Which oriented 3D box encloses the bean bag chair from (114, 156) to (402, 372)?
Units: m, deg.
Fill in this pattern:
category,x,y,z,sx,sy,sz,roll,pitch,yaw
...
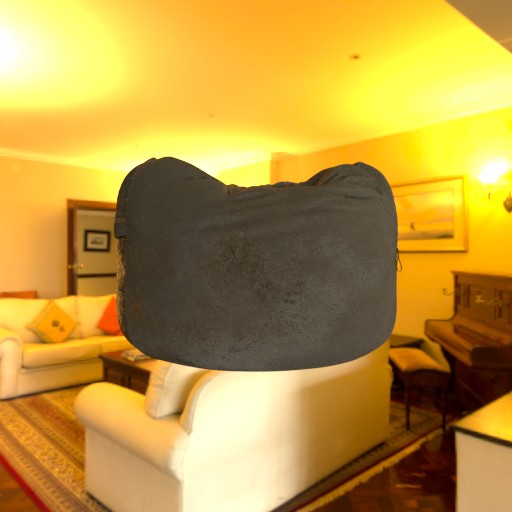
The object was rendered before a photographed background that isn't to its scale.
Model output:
category,x,y,z,sx,sy,sz,roll,pitch,yaw
bean bag chair,0.000,0.000,1.497,0.918,0.605,0.918,0,0,0
